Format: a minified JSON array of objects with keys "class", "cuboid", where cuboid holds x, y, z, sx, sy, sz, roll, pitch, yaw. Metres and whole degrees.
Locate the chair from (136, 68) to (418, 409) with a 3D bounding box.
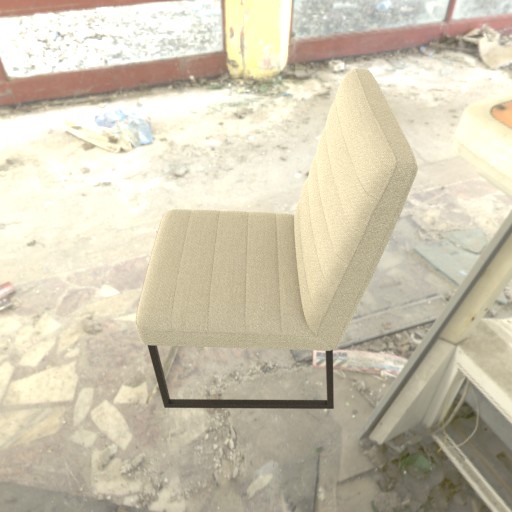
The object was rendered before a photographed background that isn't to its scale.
[{"class":"chair","cuboid":[0.000,0.000,1.312,0.634,0.930,0.520,0,42,0]}]
